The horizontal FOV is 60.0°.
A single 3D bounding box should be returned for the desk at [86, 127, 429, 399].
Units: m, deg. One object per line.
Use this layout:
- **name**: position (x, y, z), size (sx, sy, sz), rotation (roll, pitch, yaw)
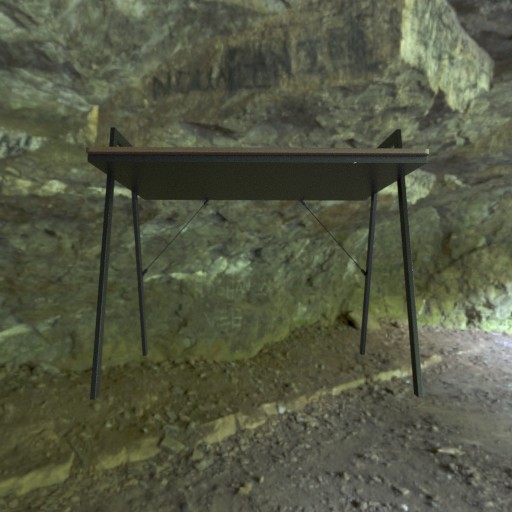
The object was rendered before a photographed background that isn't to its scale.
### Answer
- **desk**: position (0.000, 0.000, 1.869), size (1.143, 0.998, 0.936), rotation (0, -2, -1)
